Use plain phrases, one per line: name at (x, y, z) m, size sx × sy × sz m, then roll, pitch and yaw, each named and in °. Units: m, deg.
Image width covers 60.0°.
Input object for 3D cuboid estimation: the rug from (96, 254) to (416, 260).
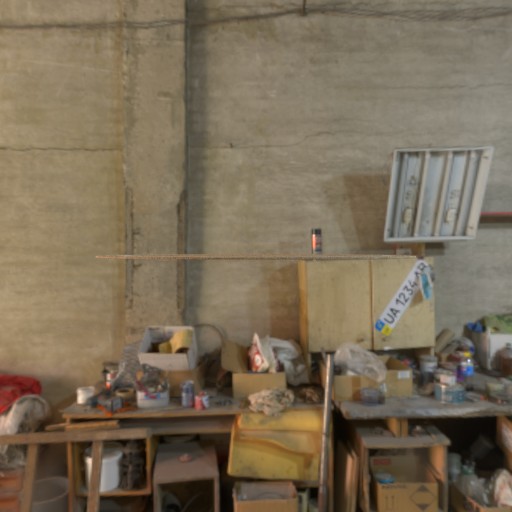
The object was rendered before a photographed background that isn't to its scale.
rug at (0.000, 0.000, 3.598) m, size 2.444 × 0.015 × 2.444 m, roll 0°, pitch 1°, yaw 0°
